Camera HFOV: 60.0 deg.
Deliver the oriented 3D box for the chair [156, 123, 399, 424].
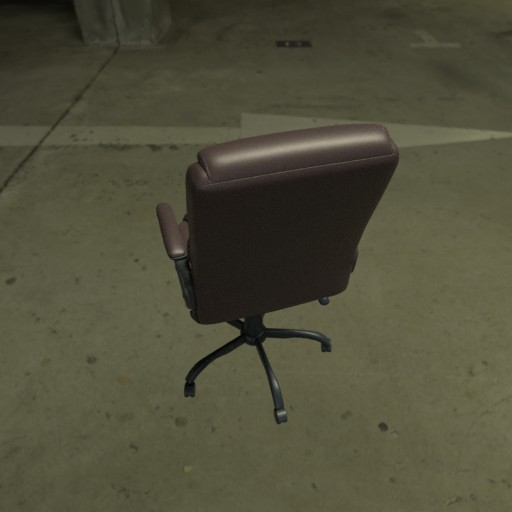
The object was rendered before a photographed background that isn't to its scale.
[{"bbox_3d":[0.000,0.000,1.441,0.615,1.072,0.655,-12,41,-14],"label":"chair"}]
